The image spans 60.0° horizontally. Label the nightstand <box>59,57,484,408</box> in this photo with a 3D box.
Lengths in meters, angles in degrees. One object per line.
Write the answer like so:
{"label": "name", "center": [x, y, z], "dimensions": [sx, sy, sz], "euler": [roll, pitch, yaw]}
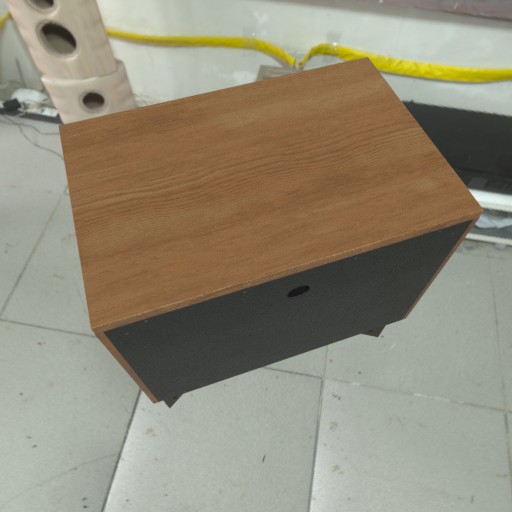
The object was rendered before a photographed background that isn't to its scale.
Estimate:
{"label": "nightstand", "center": [0.000, 0.000, 1.011], "dimensions": [0.613, 0.615, 0.427], "euler": [-16, 60, -10]}
